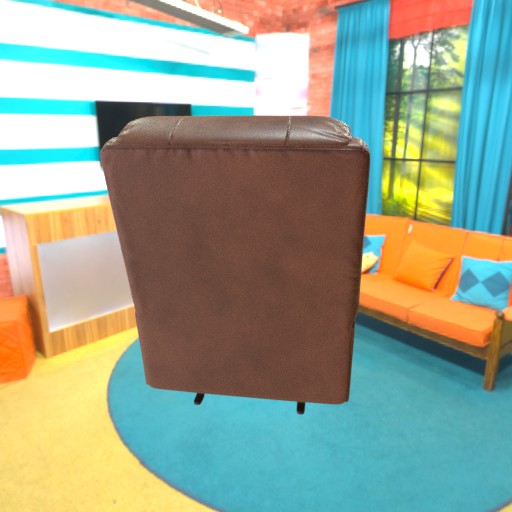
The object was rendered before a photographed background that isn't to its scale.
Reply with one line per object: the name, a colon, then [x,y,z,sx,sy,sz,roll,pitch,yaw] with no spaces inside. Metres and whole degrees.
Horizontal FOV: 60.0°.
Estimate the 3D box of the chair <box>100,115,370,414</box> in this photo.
chair: [0.000,0.000,1.778,0.838,1.054,1.014,2,16,8]
